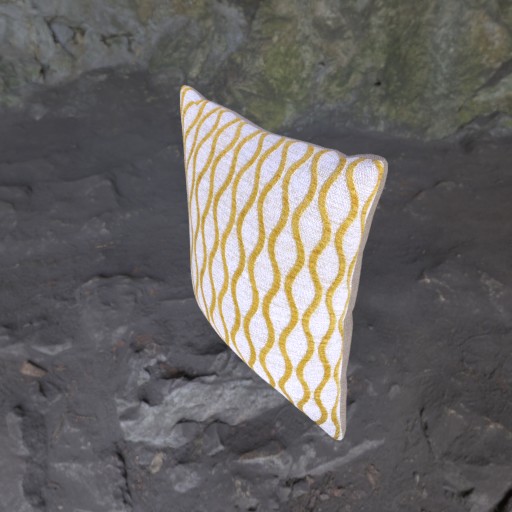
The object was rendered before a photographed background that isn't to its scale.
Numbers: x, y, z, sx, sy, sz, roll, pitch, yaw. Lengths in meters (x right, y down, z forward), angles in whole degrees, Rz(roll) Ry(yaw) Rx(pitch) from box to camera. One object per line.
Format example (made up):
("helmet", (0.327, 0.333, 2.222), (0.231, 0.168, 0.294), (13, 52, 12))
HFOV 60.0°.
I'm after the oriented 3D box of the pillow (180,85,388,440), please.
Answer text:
("pillow", (0.000, 0.000, 0.685), (0.159, 0.436, 0.429), (-21, 39, -29))
